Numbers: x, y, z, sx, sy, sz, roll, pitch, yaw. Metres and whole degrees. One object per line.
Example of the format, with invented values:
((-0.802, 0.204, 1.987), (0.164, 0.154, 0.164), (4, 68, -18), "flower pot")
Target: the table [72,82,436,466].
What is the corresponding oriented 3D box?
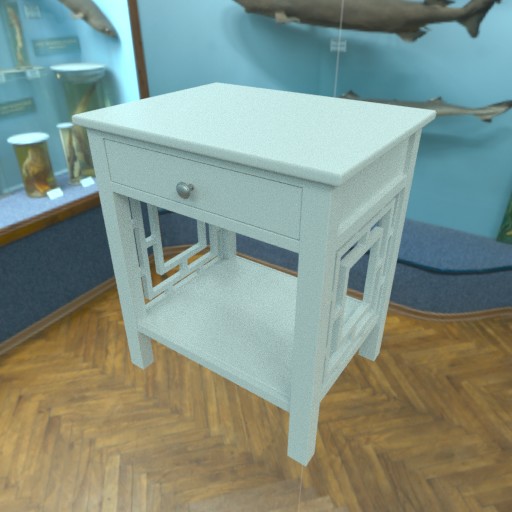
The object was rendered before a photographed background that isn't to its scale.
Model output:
((0.000, 0.000, 1.027), (0.564, 0.646, 0.451), (20, 36, 29), "table")
